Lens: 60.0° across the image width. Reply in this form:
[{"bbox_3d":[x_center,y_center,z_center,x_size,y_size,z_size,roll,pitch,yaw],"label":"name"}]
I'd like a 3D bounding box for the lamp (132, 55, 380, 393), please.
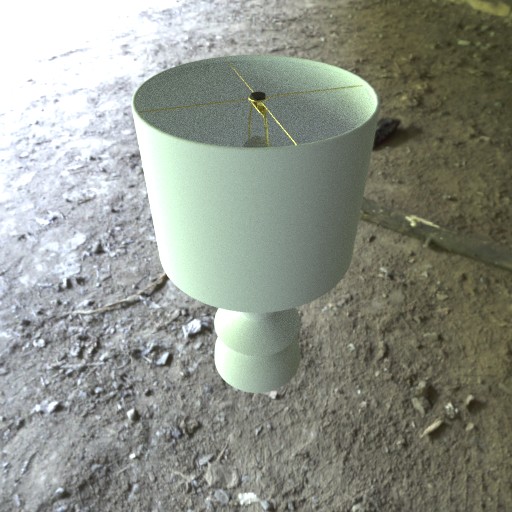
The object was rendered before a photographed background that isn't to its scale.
[{"bbox_3d":[0.000,0.000,0.720,0.301,0.533,0.301,-12,42,-13],"label":"lamp"}]
